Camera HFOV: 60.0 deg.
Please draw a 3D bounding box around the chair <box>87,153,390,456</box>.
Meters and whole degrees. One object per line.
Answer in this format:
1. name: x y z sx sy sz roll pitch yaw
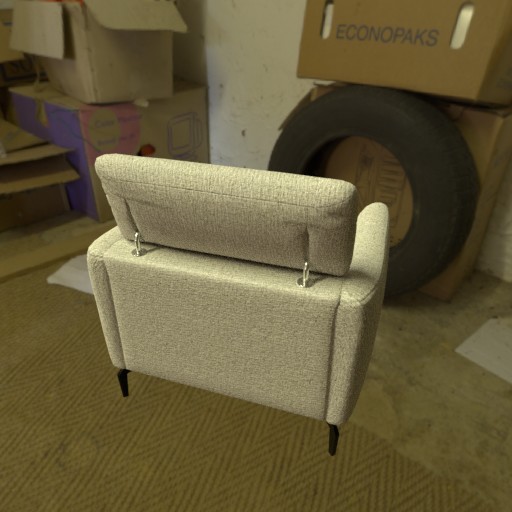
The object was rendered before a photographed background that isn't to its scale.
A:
1. chair: 0.000 0.000 1.700 0.972 0.967 0.835 10 33 15
